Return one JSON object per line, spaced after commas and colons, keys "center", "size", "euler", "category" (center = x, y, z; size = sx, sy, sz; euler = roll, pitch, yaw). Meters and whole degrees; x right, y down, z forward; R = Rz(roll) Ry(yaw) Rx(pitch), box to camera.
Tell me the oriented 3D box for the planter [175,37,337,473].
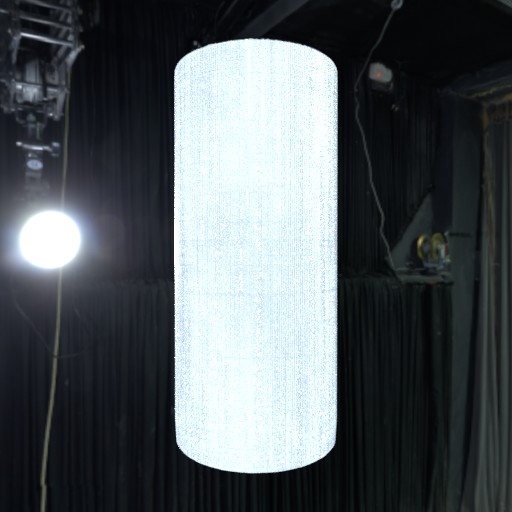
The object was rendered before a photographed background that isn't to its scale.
{"center": [0.000, 0.000, 0.126], "size": [0.045, 0.103, 0.045], "euler": [0, 1, -37], "category": "planter"}
